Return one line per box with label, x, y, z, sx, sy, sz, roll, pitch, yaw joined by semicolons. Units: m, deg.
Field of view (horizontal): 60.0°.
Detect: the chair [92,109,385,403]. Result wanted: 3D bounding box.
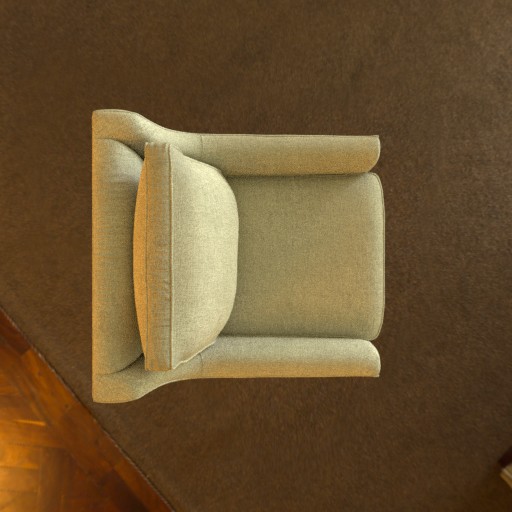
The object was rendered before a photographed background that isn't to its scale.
chair;0.000;0.000;1.572;0.918;0.864;0.838;0;90;1
